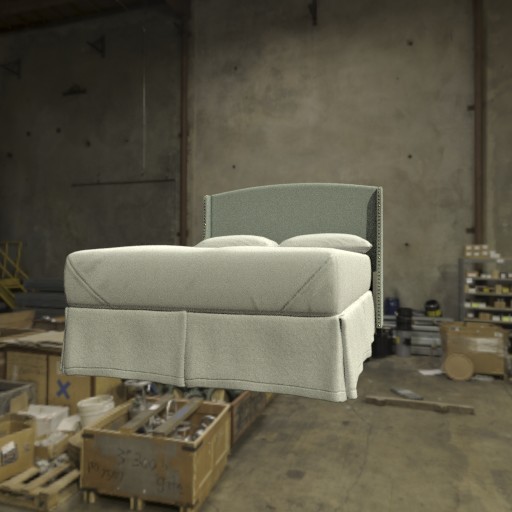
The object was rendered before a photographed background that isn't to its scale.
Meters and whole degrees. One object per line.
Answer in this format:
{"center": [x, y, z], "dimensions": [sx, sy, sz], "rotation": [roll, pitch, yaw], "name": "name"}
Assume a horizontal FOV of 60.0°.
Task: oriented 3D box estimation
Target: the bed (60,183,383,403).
{"center": [0.000, 0.000, 3.273], "dimensions": [1.710, 1.407, 2.237], "rotation": [0, -1, 18], "name": "bed"}
